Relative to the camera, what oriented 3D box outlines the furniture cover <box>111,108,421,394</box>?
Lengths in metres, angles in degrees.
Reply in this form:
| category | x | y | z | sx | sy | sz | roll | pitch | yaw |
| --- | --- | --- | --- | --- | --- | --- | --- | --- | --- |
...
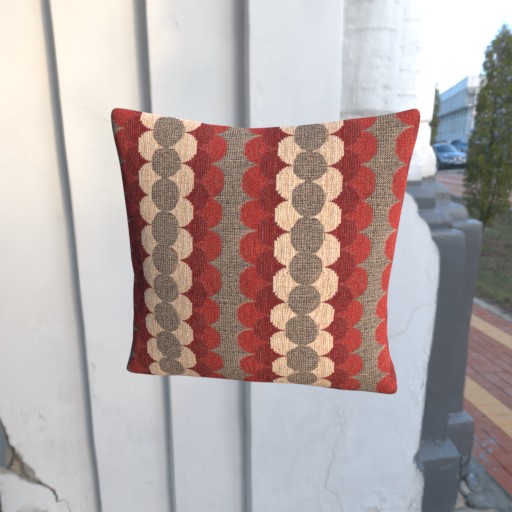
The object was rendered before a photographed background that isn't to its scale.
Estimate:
| category | x | y | z | sx | sy | sz | roll | pitch | yaw |
| --- | --- | --- | --- | --- | --- | --- | --- | --- | --- |
| furniture cover | 0.000 | 0.000 | 0.656 | 0.435 | 0.420 | 0.145 | 2 | 15 | 8 |
